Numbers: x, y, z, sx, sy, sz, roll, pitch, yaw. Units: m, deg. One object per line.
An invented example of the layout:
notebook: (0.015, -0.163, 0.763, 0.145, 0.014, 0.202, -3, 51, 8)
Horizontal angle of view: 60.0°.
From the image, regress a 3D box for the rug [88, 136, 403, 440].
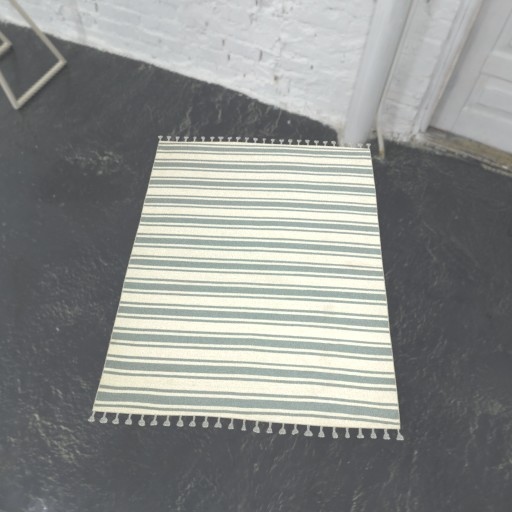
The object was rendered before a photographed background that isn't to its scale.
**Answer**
rug: (0.000, 0.000, 4.252, 2.439, 0.005, 3.201, 3, 58, 2)
